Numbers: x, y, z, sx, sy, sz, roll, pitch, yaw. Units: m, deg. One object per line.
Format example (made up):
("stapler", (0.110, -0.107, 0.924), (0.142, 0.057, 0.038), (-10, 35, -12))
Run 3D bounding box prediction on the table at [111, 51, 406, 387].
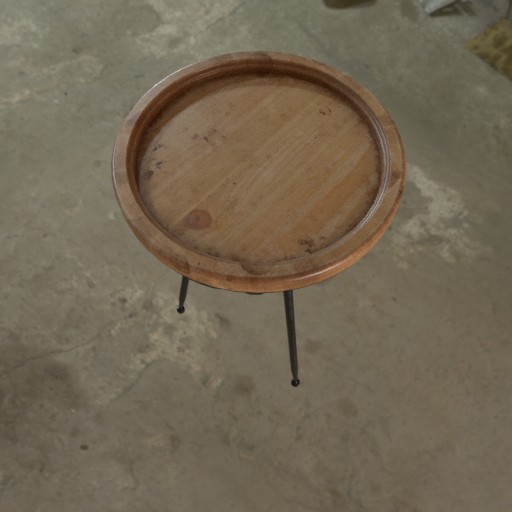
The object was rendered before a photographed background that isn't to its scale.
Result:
("table", (0.000, 0.000, 0.912), (0.418, 0.664, 0.414), (14, 63, 7))
